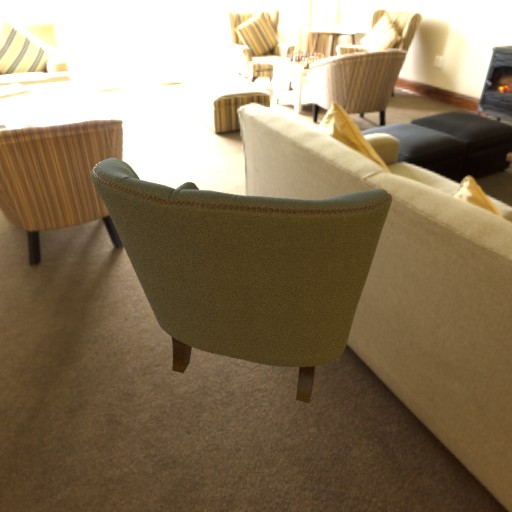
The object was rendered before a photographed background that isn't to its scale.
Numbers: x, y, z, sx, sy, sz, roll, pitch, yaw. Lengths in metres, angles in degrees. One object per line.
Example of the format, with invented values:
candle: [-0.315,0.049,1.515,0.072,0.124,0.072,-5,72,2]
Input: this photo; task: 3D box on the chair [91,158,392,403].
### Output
chair: [0.000,0.000,1.600,0.848,0.868,0.906,9,34,14]
